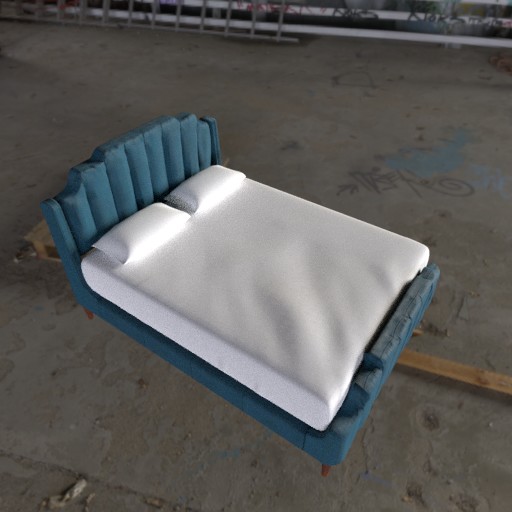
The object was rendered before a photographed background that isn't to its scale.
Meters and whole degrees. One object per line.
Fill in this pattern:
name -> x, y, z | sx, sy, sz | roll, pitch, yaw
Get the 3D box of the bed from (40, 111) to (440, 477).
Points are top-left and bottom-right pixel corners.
bed -> 0.000, 0.000, 3.229 | 2.322, 1.351, 1.676 | 25, 47, 26
